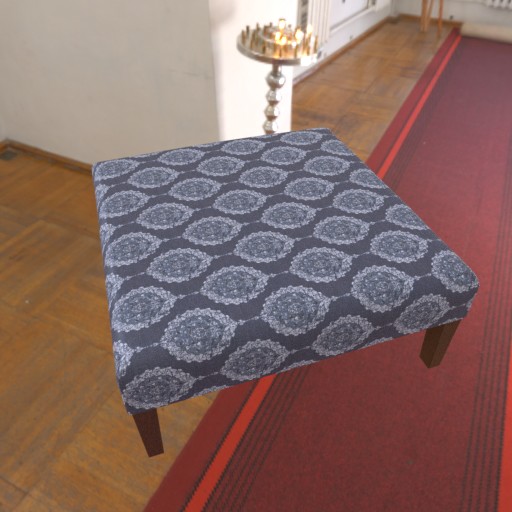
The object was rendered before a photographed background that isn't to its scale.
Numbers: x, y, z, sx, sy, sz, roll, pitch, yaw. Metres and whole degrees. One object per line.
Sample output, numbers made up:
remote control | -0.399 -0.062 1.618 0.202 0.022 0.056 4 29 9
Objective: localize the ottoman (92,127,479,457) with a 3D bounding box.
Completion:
ottoman | 0.000 0.000 1.401 0.890 0.409 0.889 -13 43 -14
